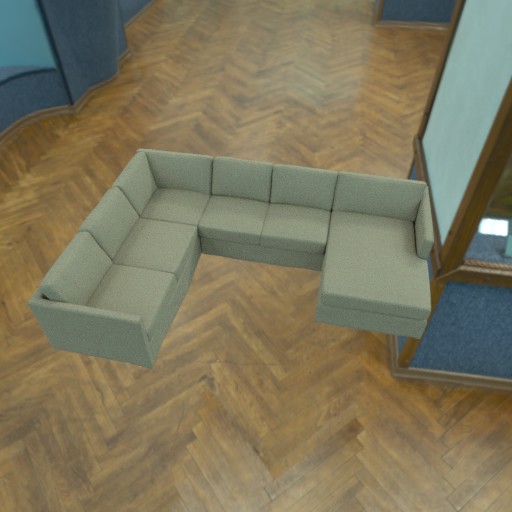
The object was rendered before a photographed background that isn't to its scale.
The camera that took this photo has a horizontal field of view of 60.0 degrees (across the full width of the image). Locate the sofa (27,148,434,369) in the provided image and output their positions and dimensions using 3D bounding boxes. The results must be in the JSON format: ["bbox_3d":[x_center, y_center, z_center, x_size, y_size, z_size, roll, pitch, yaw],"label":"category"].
[{"bbox_3d":[0.000,0.000,4.496,3.460,0.882,2.427,8,46,8],"label":"sofa"}]
